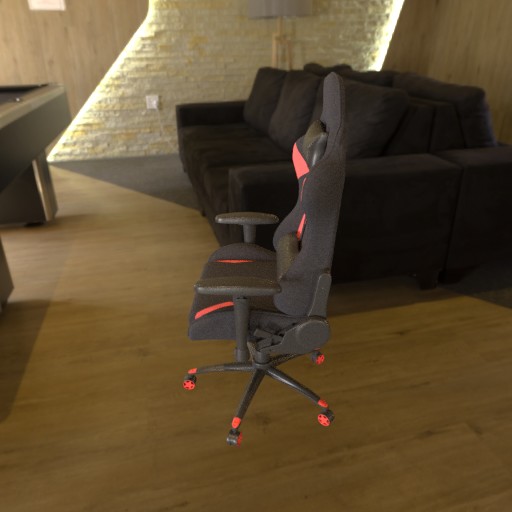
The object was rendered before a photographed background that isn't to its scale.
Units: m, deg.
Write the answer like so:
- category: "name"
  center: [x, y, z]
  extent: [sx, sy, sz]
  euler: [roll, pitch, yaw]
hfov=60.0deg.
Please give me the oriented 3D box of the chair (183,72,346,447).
- category: "chair"
  center: [0.000, 0.000, 1.728]
  extent: [0.658, 1.326, 0.695]
  euler: [1, 25, 2]
